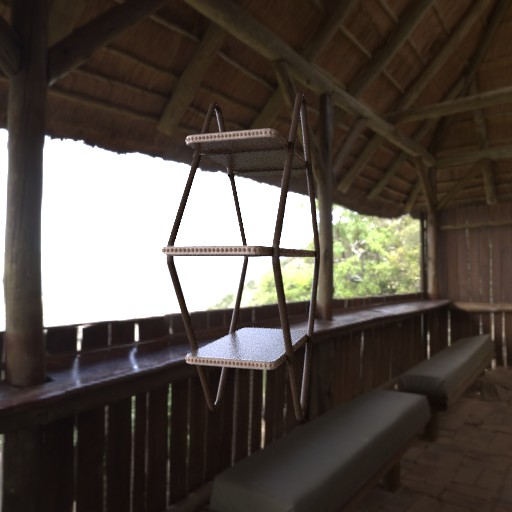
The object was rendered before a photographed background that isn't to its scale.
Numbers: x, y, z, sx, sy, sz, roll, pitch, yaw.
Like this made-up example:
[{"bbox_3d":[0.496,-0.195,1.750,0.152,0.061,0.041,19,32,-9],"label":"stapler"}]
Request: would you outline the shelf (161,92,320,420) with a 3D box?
[{"bbox_3d":[0.000,0.000,1.075,0.234,0.774,0.609,0,0,17],"label":"shelf"}]
